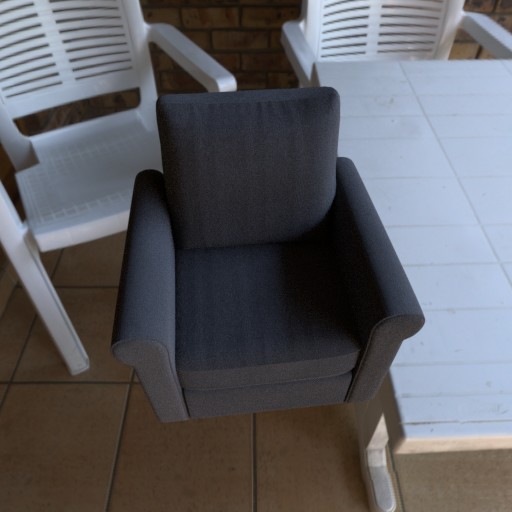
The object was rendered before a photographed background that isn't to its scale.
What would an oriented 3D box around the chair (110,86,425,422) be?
[{"bbox_3d":[0.000,0.000,1.563,0.867,0.942,0.828,-5,48,-4],"label":"chair"}]
